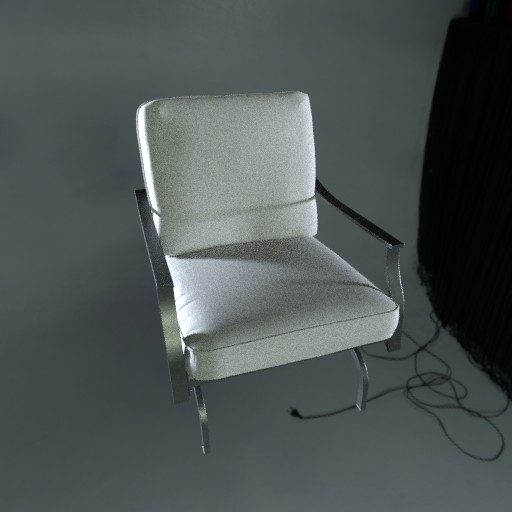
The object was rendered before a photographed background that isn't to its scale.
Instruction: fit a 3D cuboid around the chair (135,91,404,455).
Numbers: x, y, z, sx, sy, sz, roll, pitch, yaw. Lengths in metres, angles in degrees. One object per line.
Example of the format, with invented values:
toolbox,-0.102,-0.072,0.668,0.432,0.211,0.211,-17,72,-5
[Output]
chair,0.000,0.000,1.383,0.650,0.860,0.787,-9,31,-15
